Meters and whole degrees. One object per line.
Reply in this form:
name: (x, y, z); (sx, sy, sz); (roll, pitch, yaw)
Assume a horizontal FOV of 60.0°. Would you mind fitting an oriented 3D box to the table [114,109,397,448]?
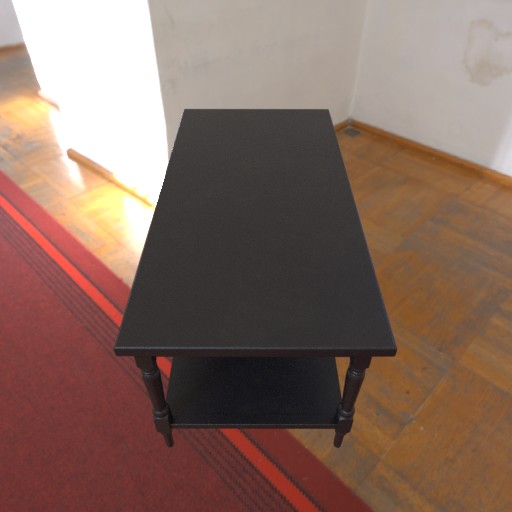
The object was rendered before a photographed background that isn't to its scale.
table: (0.000, 0.000, 1.436); (0.550, 0.510, 1.107); (0, 42, 0)
